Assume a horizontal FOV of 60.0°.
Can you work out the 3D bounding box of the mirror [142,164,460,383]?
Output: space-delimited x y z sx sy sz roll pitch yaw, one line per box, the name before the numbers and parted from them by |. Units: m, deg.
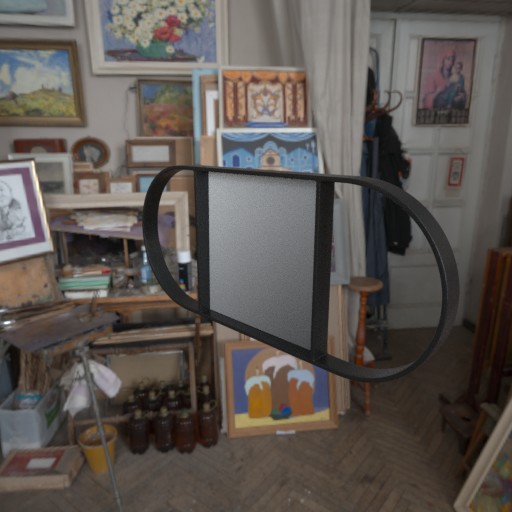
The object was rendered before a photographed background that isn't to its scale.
mirror | 0.000 0.000 0.664 0.584 0.254 0.032 14 21 43
